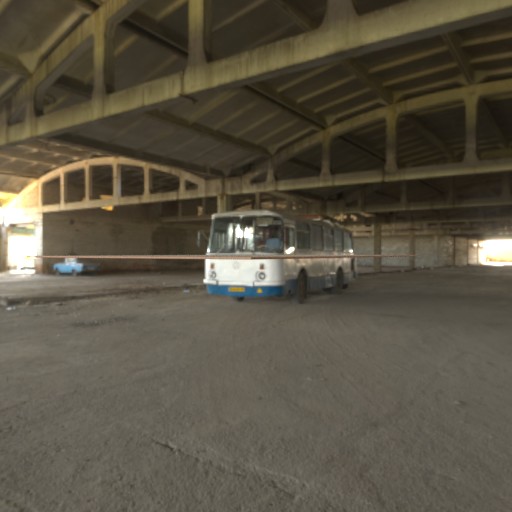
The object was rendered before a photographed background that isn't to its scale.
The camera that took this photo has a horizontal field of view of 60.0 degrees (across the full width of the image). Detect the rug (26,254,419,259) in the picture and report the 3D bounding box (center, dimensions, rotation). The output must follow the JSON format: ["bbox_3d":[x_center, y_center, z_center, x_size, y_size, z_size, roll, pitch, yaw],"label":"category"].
[{"bbox_3d":[0.000,0.000,2.365,1.219,0.008,1.829,0,0,34],"label":"rug"}]
